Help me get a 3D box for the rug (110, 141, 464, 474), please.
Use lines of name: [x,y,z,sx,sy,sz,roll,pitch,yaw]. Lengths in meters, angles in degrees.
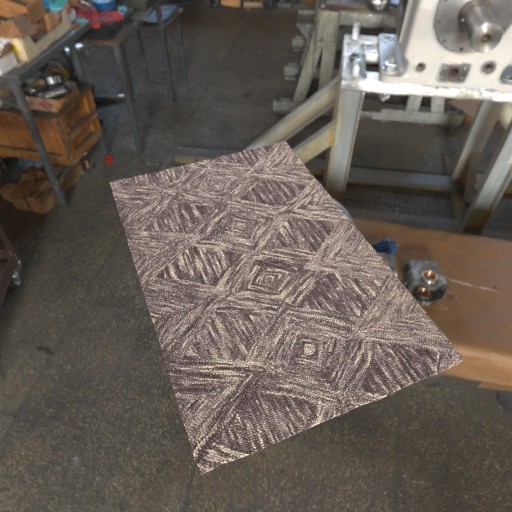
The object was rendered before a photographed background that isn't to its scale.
rug: [0.000,0.000,2.299,1.186,0.012,1.814,-17,50,-15]
